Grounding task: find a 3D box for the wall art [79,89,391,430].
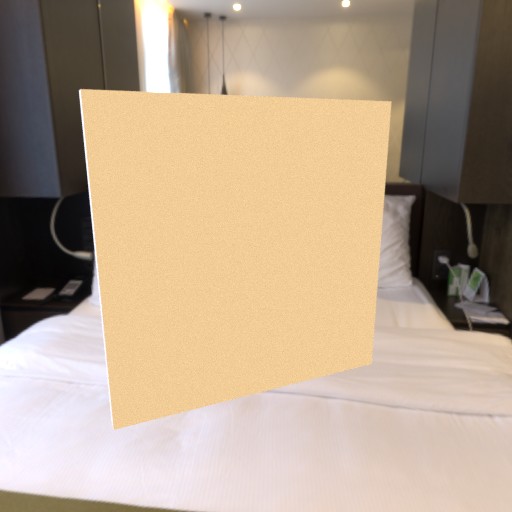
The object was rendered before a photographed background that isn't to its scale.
[{"bbox_3d":[0.000,0.000,0.824,0.559,0.559,0.028,-7,17,-24],"label":"wall art"}]
